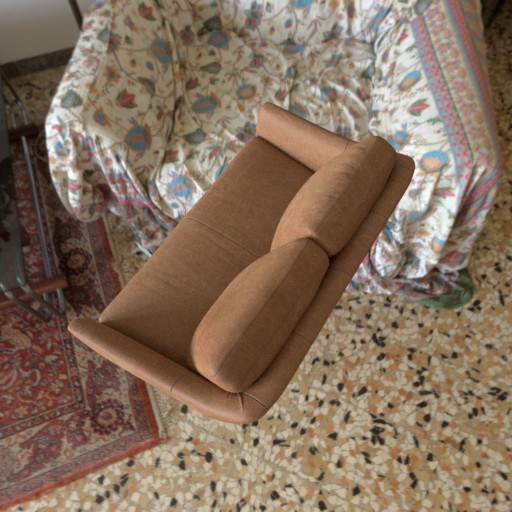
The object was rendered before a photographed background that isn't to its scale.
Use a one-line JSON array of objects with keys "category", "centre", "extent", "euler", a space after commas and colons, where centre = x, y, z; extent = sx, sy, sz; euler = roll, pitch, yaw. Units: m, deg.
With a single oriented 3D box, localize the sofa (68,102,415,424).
[{"category": "sofa", "centre": [0.000, 0.000, 2.243], "extent": [0.960, 0.902, 1.619], "euler": [30, 68, 14]}]
